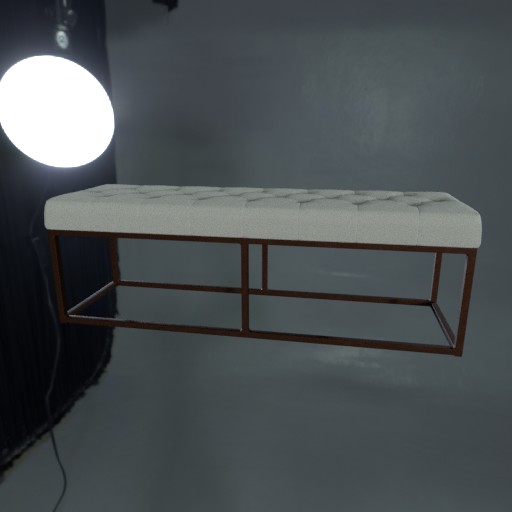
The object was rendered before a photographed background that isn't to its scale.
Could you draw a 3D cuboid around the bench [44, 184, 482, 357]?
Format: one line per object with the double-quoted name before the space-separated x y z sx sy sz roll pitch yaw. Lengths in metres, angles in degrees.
"bench" 0.000 0.000 1.731 1.488 0.488 0.479 3 16 10
